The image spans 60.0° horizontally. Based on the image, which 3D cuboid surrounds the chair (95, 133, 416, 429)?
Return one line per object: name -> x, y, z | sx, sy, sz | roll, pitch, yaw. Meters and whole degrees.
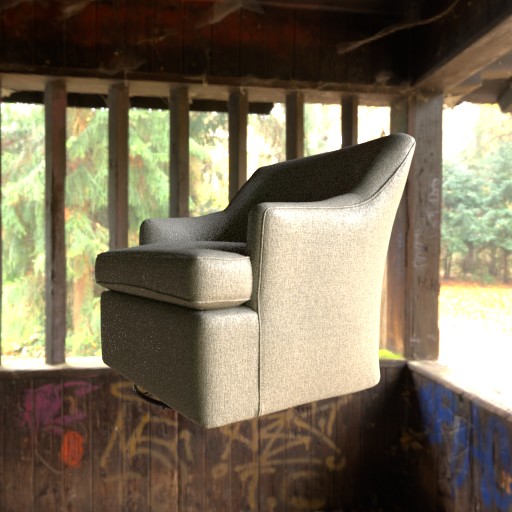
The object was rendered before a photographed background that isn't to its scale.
chair -> 0.000, 0.000, 1.575 | 0.923, 0.856, 0.864 | -1, 1, -36
